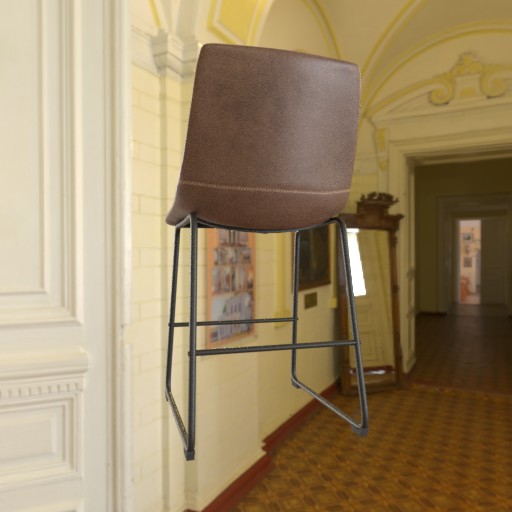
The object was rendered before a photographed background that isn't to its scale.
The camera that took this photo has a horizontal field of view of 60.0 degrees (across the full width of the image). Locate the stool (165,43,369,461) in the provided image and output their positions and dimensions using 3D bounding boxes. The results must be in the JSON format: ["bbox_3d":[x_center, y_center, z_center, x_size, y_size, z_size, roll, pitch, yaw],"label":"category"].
[{"bbox_3d":[0.000,0.000,1.211,0.460,0.890,0.550,0,0,-17],"label":"stool"}]
